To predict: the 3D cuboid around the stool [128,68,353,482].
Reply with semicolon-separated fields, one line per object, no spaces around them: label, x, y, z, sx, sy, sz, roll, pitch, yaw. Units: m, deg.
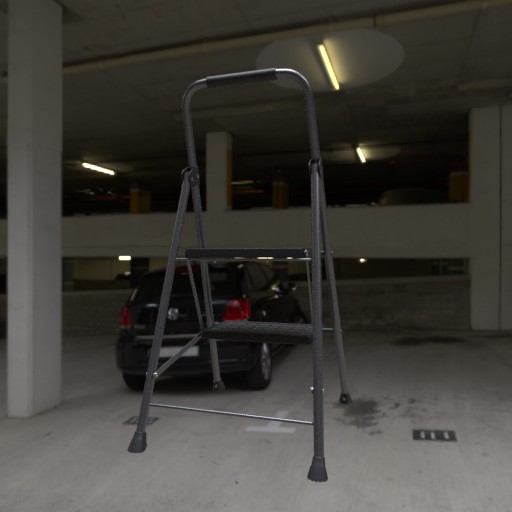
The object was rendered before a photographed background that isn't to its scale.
stool;0.000;0.000;1.162;0.450;0.872;0.514;0;0;18
